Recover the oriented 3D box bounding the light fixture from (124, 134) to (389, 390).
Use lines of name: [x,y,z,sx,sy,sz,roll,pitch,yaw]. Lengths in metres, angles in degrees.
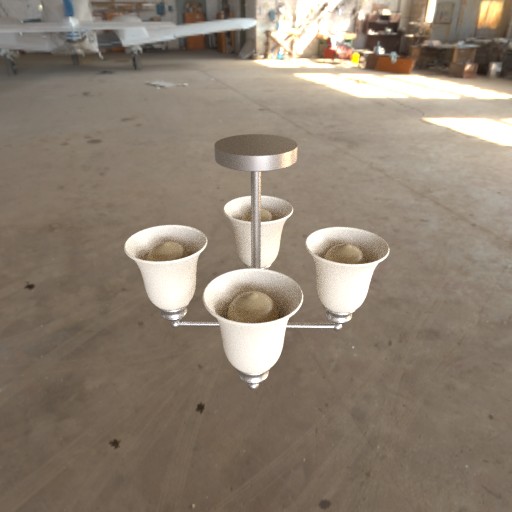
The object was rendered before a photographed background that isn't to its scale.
light fixture: [0.000,0.000,0.732,0.427,0.370,0.427,1,29,1]
